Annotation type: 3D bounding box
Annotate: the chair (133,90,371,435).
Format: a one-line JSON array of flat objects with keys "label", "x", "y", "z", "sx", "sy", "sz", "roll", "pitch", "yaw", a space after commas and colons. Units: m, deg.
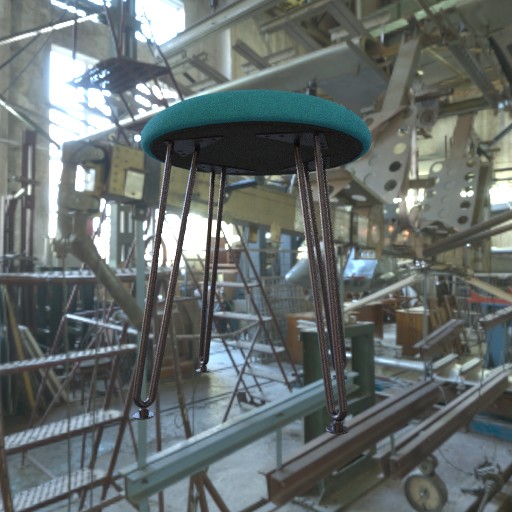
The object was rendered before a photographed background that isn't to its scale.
[{"label": "chair", "x": 0.000, "y": 0.000, "z": 0.692, "sx": 0.350, "sy": 0.430, "sz": 0.350, "roll": 0, "pitch": -1, "yaw": -1}]
